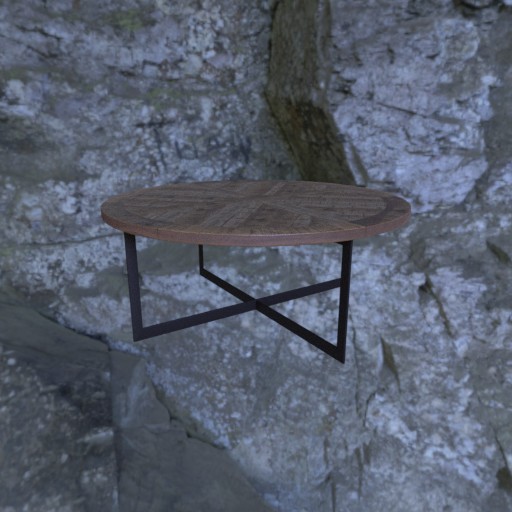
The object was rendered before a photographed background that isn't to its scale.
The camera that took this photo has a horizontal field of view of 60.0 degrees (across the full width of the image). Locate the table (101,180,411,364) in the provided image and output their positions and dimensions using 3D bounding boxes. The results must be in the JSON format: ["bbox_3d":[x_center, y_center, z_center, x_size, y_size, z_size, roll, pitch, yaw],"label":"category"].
[{"bbox_3d":[0.000,0.000,1.975,1.264,0.516,1.264,0,17,0],"label":"table"}]
